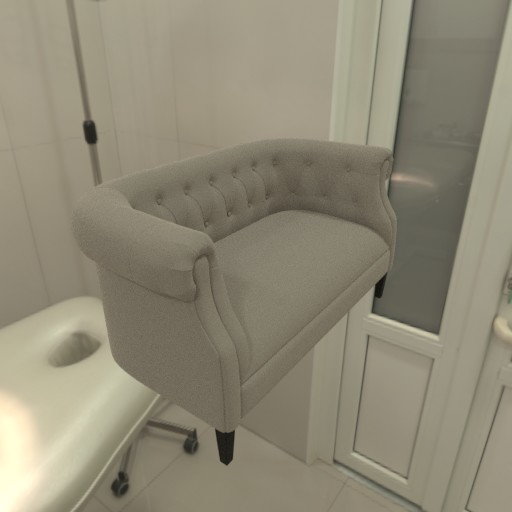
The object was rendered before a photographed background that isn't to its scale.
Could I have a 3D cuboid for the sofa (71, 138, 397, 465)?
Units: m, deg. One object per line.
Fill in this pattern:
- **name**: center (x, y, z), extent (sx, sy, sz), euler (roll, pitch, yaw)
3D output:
- **sofa**: center (0.000, 0.000, 2.022), extent (0.835, 0.827, 1.558), euler (18, 31, 32)
